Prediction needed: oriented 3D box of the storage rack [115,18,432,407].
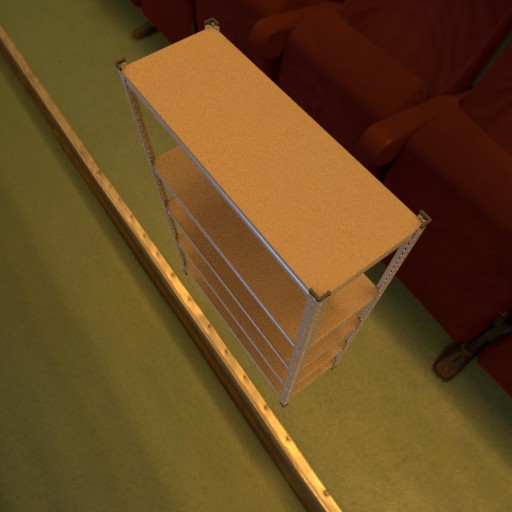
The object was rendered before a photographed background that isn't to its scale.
[{"bbox_3d":[0.000,0.000,2.336,0.457,1.829,1.219,-33,67,-16],"label":"storage rack"}]
